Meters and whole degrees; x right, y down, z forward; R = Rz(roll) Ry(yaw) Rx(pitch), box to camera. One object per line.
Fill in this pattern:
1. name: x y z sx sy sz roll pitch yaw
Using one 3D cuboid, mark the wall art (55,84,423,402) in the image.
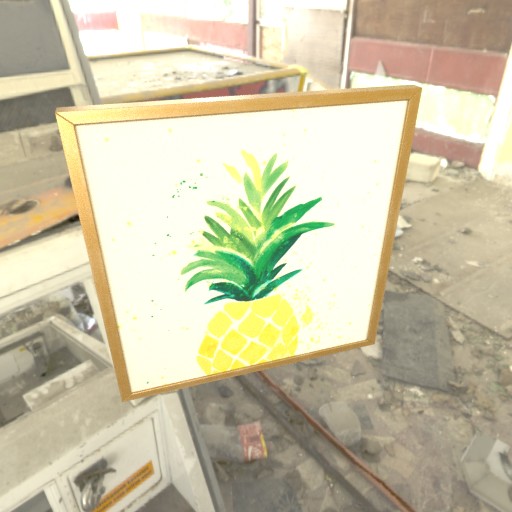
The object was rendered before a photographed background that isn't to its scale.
1. wall art: 0.000 0.000 1.099 0.762 0.760 0.037 -9 33 -15
